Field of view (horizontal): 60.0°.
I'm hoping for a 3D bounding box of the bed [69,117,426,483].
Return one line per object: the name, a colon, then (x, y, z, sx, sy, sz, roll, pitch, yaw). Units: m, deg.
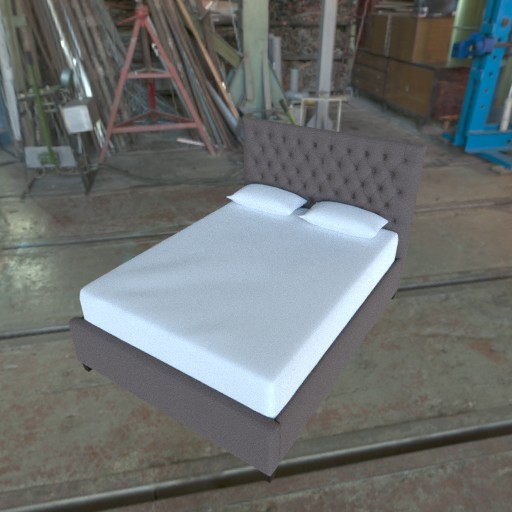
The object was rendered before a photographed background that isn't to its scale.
bed: (0.000, 0.000, 3.335, 1.696, 1.426, 2.233, 19, 35, 28)
